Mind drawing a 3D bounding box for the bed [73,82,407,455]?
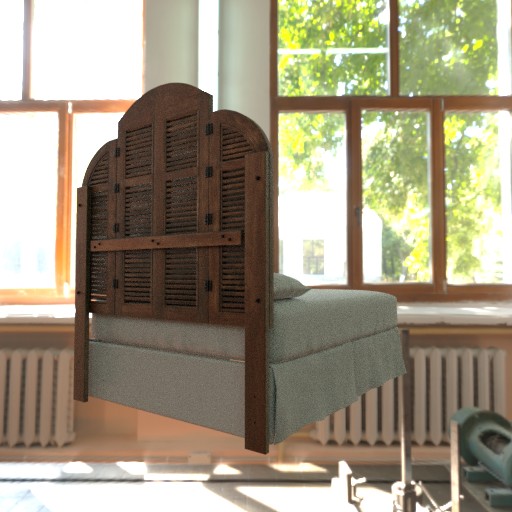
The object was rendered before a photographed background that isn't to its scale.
[{"bbox_3d":[0.000,0.000,3.501,1.713,2.019,2.138,-2,-3,35],"label":"bed"}]
